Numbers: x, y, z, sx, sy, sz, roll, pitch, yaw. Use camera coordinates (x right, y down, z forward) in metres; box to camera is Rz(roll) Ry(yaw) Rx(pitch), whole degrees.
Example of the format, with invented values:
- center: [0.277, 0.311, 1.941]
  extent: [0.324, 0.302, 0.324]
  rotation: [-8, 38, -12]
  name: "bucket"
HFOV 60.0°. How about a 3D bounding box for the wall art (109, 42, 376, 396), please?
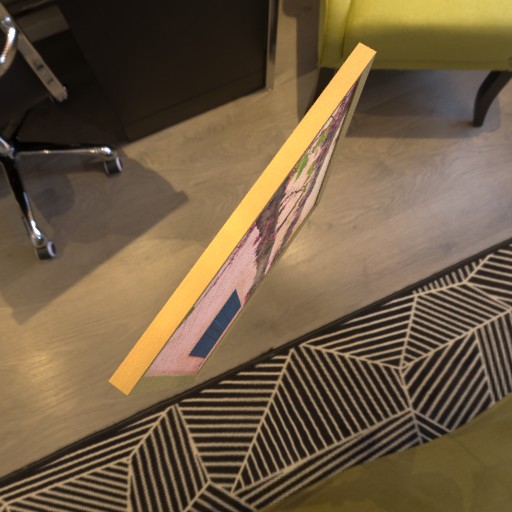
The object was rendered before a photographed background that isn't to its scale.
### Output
- center: [0.000, 0.000, 1.140]
  extent: [0.038, 0.762, 0.762]
  rotation: [33, 78, 8]
  name: "wall art"
